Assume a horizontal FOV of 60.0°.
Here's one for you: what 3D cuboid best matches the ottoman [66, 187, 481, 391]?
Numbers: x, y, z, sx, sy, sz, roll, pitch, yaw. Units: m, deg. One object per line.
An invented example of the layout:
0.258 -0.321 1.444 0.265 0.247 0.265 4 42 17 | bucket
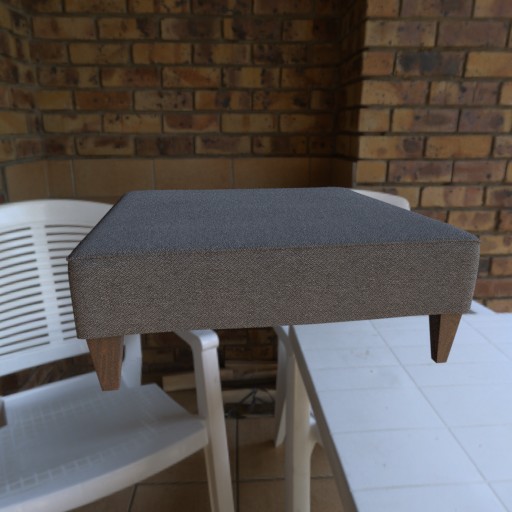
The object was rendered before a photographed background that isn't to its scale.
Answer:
0.000 0.000 1.495 0.970 0.378 0.981 -2 16 -8 | ottoman
